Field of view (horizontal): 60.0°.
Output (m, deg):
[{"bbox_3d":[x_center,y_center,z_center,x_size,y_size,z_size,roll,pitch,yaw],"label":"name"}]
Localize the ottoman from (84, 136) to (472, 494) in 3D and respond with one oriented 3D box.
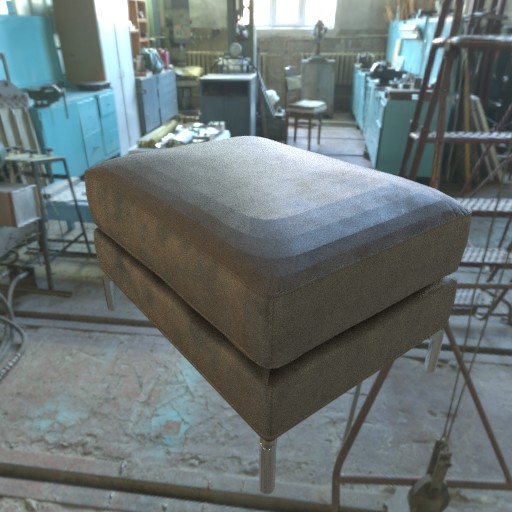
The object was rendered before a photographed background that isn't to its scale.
[{"bbox_3d":[0.000,0.000,1.020,0.520,0.456,0.719,-20,33,-33],"label":"ottoman"}]
